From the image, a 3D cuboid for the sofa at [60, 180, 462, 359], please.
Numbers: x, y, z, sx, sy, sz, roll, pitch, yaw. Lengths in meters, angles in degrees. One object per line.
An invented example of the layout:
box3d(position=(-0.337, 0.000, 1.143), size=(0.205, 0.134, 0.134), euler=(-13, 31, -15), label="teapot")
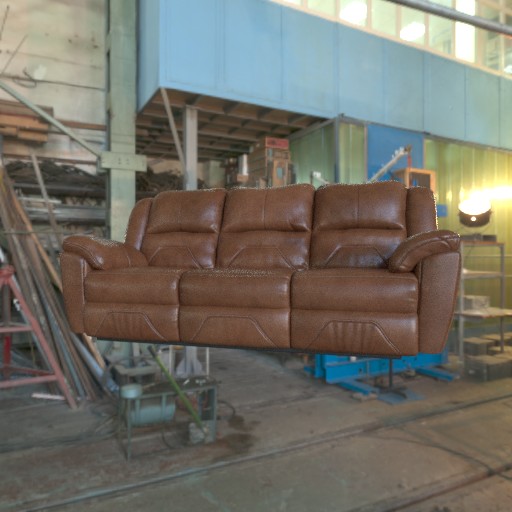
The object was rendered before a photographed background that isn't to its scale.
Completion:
box3d(position=(0.000, 0.000, 2.881), size=(2.337, 1.043, 0.991), euler=(0, 0, 17), label="sofa")
